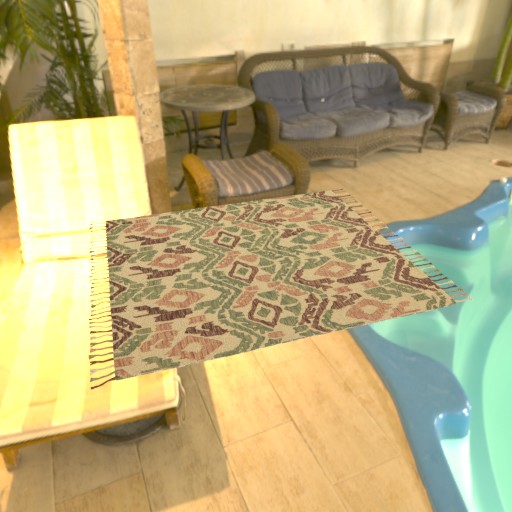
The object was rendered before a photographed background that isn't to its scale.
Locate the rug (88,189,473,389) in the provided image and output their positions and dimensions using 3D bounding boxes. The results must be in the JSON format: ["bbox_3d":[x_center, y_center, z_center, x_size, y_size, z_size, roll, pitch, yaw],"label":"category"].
[{"bbox_3d":[0.000,0.000,4.230,3.048,0.010,2.438,-10,34,-15],"label":"rug"}]
